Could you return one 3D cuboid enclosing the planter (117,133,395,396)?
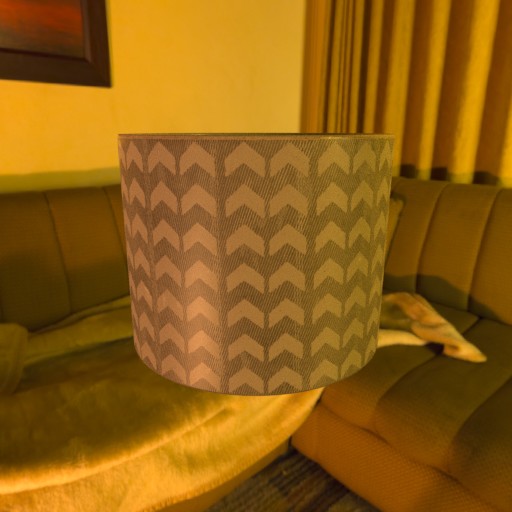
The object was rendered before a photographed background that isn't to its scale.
[{"bbox_3d":[0.000,0.000,0.449,0.250,0.239,0.250,0,16,0],"label":"planter"}]
